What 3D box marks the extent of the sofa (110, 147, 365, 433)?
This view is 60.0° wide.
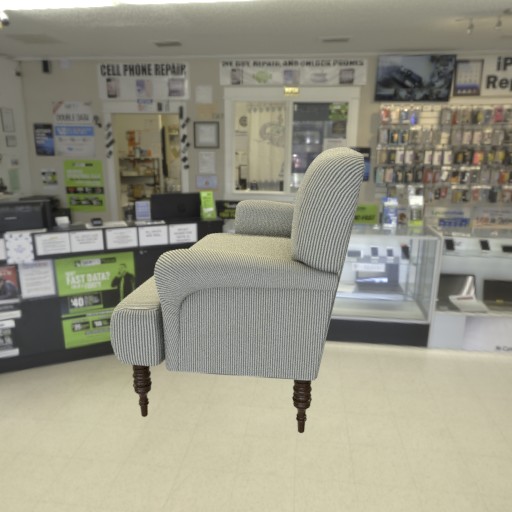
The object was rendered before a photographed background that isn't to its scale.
[{"bbox_3d":[0.000,0.000,1.886,0.779,0.889,1.297,2,15,9],"label":"sofa"}]
